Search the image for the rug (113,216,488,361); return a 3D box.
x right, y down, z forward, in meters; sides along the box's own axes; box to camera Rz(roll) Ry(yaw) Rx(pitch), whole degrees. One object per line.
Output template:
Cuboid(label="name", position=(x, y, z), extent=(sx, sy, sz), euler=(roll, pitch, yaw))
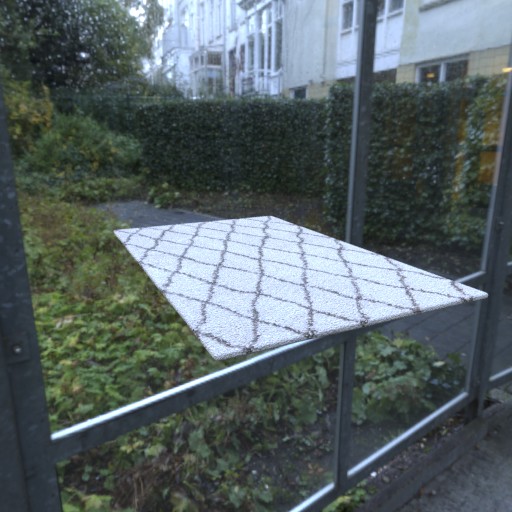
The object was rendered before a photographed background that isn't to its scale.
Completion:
Cuboid(label="rug", position=(0.000, 0.000, 3.042), extent=(1.524, 0.030, 2.438), euler=(-8, 17, -25))
